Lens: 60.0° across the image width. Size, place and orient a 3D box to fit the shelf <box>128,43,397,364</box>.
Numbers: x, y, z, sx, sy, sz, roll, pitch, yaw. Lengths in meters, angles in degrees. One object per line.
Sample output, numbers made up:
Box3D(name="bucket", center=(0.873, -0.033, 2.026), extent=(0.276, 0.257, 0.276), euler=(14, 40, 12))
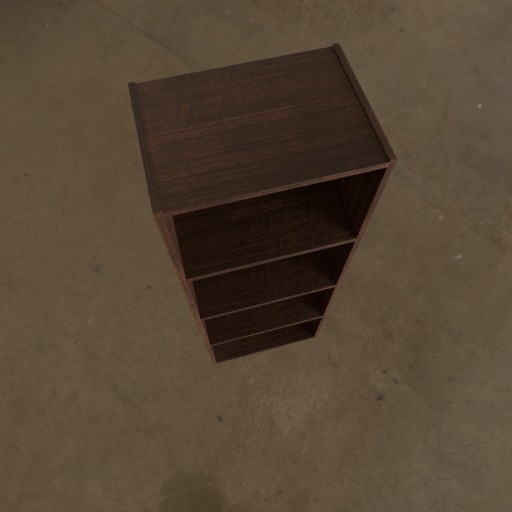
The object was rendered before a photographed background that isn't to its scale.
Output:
Box3D(name="shelf", center=(0.000, 0.000, 1.269), extent=(0.415, 1.099, 0.290), euler=(-14, 65, -6))
